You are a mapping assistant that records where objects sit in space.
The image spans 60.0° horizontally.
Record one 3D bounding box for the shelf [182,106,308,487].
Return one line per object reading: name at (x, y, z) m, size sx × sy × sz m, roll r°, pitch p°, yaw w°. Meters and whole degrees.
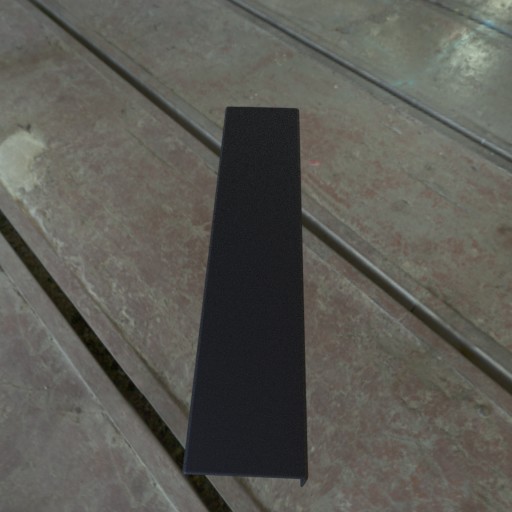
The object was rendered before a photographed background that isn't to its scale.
shelf at (0.000, 0.000, 0.499) m, size 0.102 × 0.053 × 0.456 m, roll 2°, pitch 56°, yaw 1°
